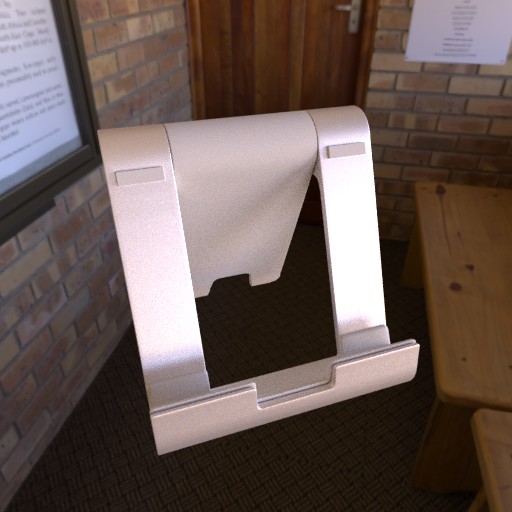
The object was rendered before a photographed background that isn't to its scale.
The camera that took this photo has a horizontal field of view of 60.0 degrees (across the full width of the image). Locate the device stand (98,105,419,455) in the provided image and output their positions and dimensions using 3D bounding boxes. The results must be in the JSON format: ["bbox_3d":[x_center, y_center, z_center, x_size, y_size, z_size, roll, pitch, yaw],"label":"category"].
[{"bbox_3d":[0.000,0.000,0.151,0.086,0.084,0.079,-11,35,-16],"label":"device stand"}]
